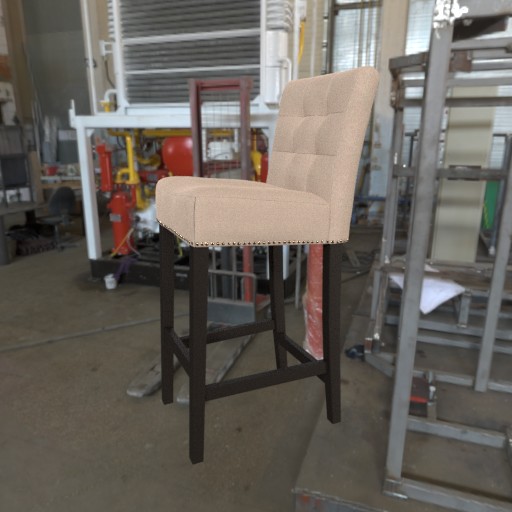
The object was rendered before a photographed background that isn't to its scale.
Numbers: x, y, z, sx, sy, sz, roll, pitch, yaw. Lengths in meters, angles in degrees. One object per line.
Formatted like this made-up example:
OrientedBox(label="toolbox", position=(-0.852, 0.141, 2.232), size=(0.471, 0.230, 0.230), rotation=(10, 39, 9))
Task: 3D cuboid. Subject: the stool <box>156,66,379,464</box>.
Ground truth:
OrientedBox(label="stool", position=(0.000, 0.000, 1.336), size=(0.548, 1.047, 0.411), rotation=(-7, 17, -25))
